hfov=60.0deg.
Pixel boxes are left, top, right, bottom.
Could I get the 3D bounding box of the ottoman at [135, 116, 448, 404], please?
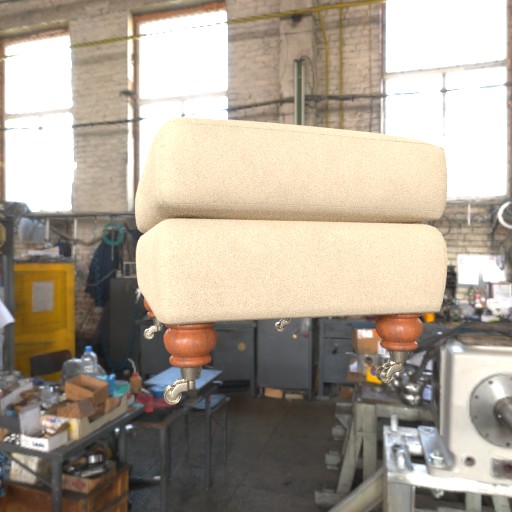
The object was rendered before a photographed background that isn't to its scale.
[{"bbox_3d":[0.000,0.000,1.119,0.569,0.504,0.773,0,0,-17],"label":"ottoman"}]
